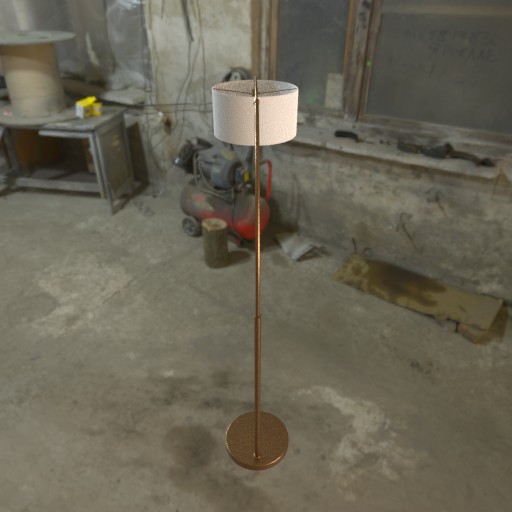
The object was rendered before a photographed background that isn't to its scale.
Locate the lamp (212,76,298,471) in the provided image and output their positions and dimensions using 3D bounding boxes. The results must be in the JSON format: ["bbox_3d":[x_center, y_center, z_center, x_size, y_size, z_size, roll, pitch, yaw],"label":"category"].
[{"bbox_3d":[0.000,0.000,2.574,0.493,1.927,1.434,0,31,-1],"label":"lamp"}]
